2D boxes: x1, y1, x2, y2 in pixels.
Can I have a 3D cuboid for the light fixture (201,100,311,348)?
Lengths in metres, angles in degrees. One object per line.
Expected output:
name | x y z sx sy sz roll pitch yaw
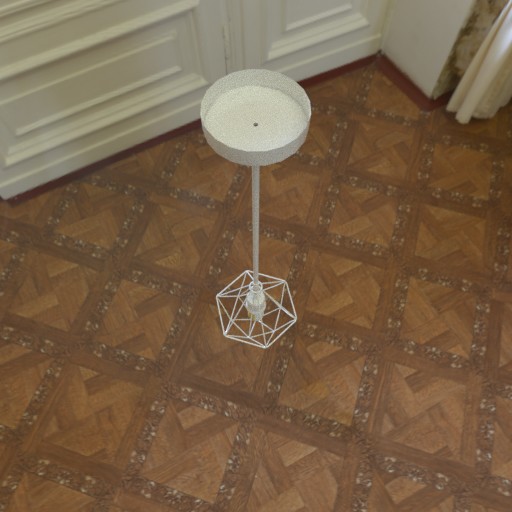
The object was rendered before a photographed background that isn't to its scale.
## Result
light fixture | 0.000 0.000 1.967 0.487 1.764 0.431 15 65 7
